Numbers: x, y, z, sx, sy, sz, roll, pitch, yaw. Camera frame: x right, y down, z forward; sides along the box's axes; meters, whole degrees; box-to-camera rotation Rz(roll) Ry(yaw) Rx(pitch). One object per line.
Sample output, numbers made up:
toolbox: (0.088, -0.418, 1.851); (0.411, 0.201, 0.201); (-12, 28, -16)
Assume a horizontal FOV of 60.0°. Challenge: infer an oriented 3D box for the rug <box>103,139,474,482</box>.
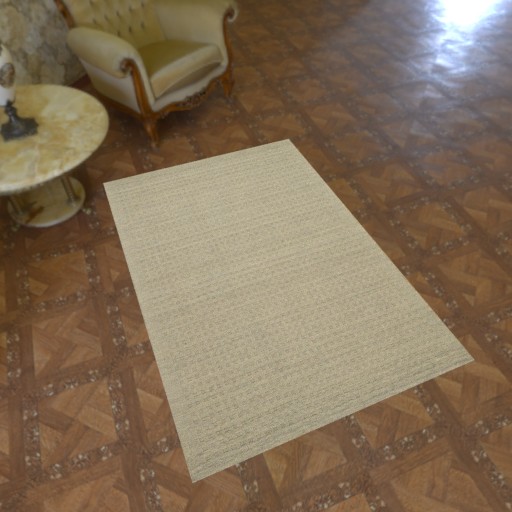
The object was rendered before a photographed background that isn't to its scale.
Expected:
rug: (0.000, 0.000, 3.635); (1.981, 0.006, 2.895); (-17, 50, -15)
